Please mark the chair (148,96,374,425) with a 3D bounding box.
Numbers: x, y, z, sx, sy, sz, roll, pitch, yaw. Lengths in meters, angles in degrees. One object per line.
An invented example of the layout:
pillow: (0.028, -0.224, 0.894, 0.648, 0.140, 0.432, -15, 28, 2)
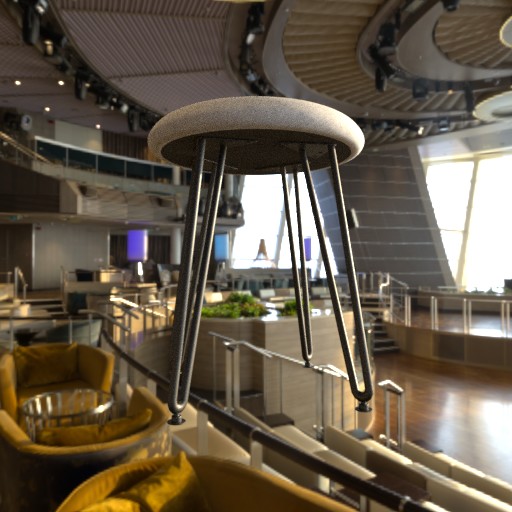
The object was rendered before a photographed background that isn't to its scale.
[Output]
chair: (0.000, 0.000, 0.648, 0.350, 0.386, 0.350, 0, -1, 34)
